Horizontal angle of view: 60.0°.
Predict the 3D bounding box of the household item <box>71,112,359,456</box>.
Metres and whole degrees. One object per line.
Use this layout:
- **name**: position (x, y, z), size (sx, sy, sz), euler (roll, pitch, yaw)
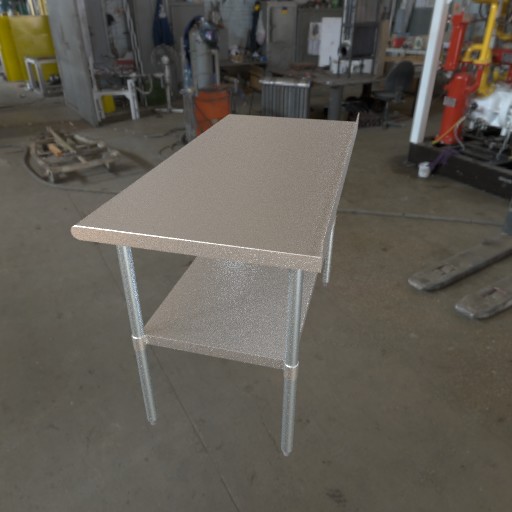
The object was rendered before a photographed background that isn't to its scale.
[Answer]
- **household item**: position (0.000, 0.000, 1.703), size (0.610, 0.851, 1.219), euler (8, 31, 13)
